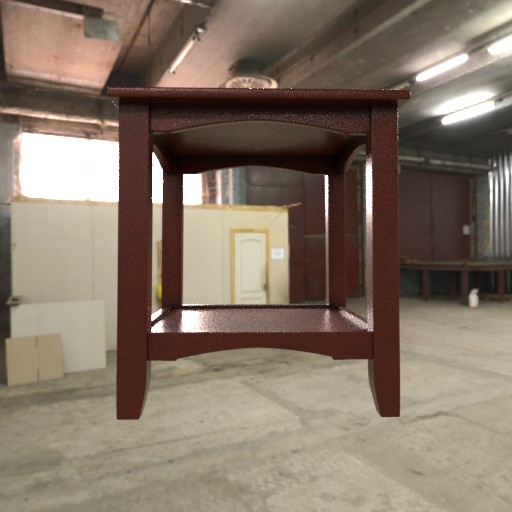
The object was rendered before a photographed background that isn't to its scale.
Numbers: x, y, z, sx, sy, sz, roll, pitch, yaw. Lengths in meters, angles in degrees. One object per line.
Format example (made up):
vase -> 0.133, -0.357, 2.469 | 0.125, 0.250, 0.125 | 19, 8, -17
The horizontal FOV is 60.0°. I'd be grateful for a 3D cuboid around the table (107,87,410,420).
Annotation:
table -> 0.000, 0.000, 0.983 | 0.523, 0.558, 0.522 | 0, 0, 1
